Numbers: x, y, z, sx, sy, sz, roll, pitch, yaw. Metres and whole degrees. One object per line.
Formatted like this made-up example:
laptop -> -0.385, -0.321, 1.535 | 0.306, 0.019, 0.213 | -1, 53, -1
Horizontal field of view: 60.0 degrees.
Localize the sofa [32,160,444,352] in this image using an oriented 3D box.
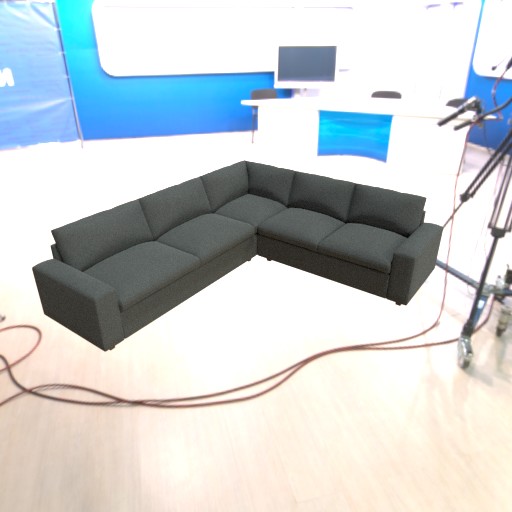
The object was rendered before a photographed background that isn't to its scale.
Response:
sofa -> 0.000, 0.000, 4.670 | 2.895, 0.965, 3.277 | 19, 33, 31
